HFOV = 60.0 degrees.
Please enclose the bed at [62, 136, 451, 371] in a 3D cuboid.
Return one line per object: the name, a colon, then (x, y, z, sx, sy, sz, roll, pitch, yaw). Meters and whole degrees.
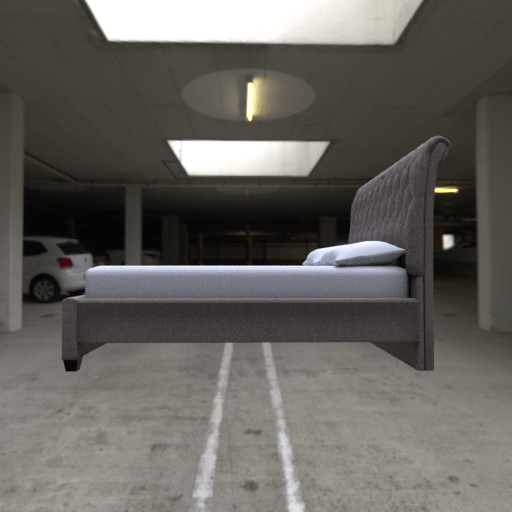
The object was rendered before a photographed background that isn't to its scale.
bed: (0.000, 0.000, 3.367, 2.252, 1.371, 1.645, 0, -2, -1)
